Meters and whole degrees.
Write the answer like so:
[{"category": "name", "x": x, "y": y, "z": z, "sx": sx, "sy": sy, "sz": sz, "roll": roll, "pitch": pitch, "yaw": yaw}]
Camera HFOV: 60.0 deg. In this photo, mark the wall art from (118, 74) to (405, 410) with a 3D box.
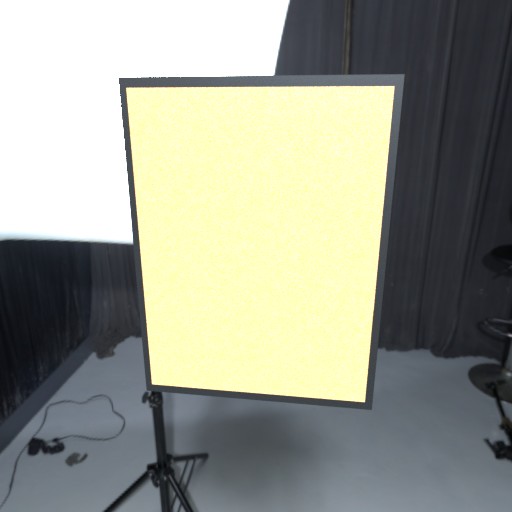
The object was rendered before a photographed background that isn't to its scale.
[{"category": "wall art", "x": 0.000, "y": 0.000, "z": 1.362, "sx": 0.774, "sy": 1.027, "sz": 0.030, "roll": 3, "pitch": 19, "yaw": 7}]
